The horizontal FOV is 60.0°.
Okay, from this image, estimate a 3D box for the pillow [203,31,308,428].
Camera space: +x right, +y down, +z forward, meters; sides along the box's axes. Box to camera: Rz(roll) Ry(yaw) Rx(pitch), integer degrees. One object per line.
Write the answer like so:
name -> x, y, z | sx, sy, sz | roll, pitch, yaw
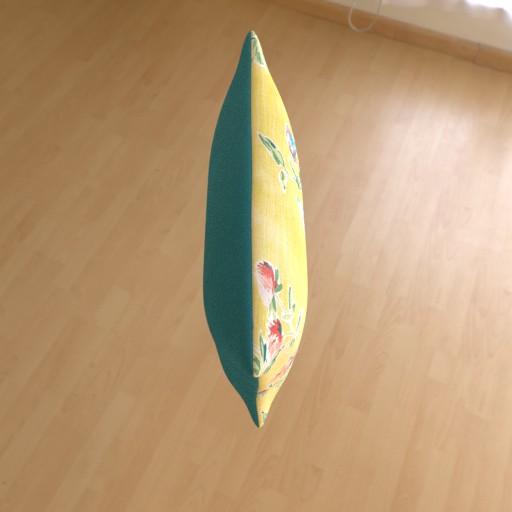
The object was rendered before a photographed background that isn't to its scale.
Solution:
pillow -> 0.000, 0.000, 0.790 | 0.166, 0.508, 0.525 | 0, 63, 0
